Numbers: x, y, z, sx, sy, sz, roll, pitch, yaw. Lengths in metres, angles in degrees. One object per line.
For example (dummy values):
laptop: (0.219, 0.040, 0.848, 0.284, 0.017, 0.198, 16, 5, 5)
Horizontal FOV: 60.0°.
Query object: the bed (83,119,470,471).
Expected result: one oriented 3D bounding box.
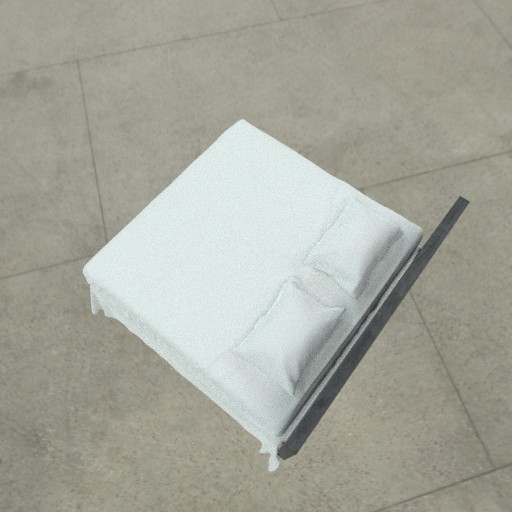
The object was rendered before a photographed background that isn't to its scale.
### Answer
bed: (0.000, 0.000, 3.483, 2.165, 1.158, 2.255, 35, 69, 16)
